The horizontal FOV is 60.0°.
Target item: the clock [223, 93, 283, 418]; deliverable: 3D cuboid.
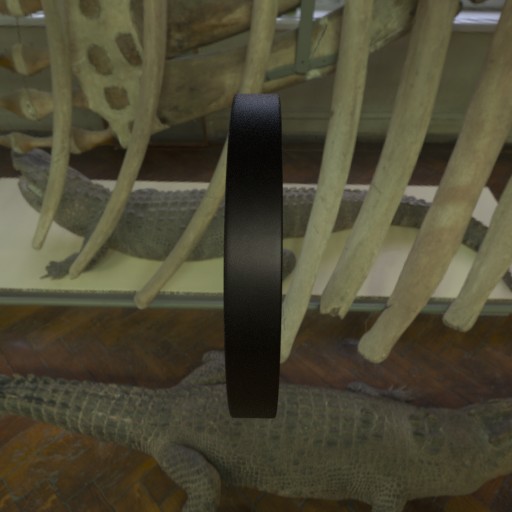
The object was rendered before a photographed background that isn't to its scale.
[{"bbox_3d":[0.000,0.000,0.456,0.040,0.314,0.314,1,42,1],"label":"clock"}]
